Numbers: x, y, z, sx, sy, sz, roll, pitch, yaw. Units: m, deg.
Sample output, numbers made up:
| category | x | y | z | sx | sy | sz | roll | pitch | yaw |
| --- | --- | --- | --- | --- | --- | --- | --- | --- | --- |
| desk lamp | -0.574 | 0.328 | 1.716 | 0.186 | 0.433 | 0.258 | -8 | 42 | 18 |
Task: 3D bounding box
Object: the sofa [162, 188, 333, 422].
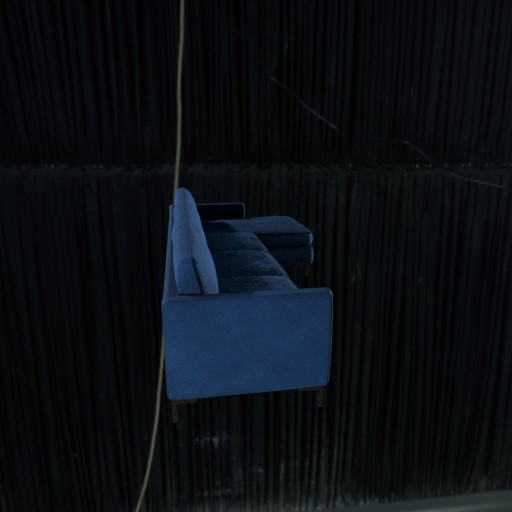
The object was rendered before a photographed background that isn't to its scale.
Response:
| category | x | y | z | sx | sy | sz | roll | pitch | yaw |
| --- | --- | --- | --- | --- | --- | --- | --- | --- | --- |
| sofa | 0.000 | 0.000 | 3.460 | 1.350 | 0.810 | 2.932 | -3 | 15 | -10 |
